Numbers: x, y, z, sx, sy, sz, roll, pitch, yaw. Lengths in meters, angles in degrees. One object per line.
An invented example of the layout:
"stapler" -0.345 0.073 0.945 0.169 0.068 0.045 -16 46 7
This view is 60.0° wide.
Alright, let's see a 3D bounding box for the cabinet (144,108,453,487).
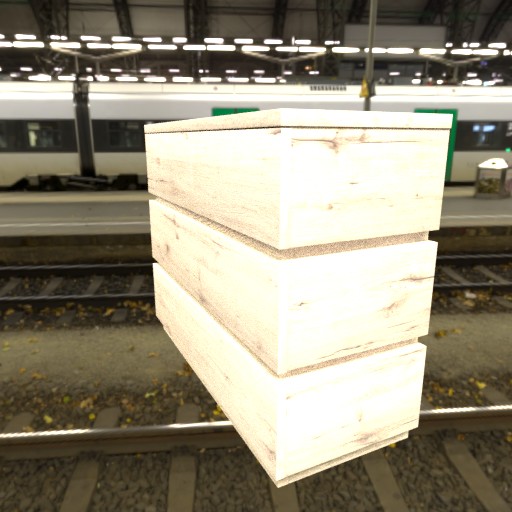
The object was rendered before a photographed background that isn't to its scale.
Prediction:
"cabinet" 0.000 0.000 1.409 0.420 0.820 1.040 -7 16 -26
